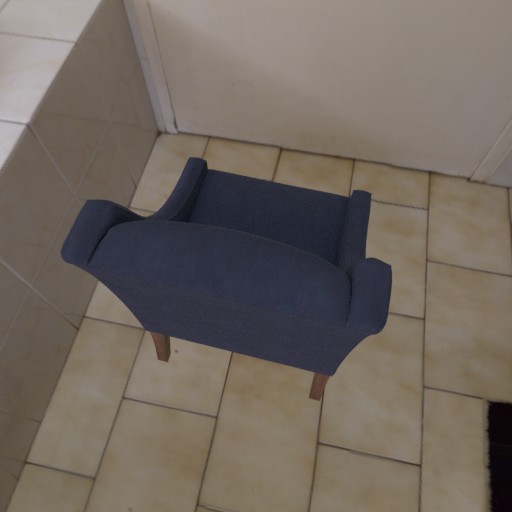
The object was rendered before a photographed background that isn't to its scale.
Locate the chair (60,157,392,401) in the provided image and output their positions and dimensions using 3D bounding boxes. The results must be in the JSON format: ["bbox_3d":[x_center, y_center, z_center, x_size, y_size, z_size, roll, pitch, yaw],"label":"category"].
[{"bbox_3d":[0.000,0.000,1.312,0.629,0.895,0.629,13,63,7],"label":"chair"}]
